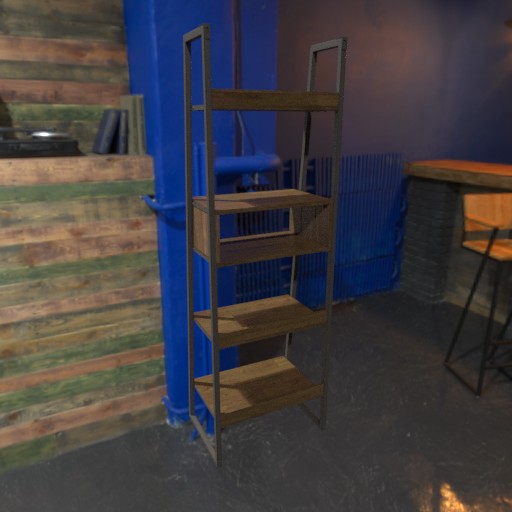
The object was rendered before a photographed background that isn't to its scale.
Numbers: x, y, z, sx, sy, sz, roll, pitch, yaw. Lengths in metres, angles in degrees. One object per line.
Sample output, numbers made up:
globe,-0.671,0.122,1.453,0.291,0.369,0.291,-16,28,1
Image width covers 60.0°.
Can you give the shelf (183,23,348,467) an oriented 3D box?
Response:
shelf,0.000,0.000,2.250,0.652,2.005,0.454,-8,19,-25
